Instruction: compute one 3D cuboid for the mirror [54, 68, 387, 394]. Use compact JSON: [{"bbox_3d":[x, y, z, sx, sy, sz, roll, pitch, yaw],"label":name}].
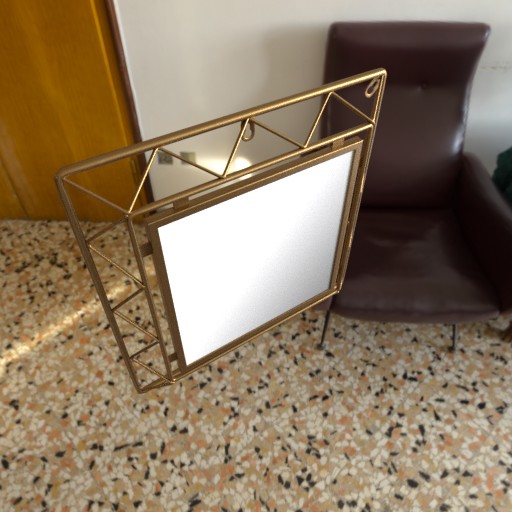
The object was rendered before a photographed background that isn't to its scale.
[{"bbox_3d":[0.000,0.000,0.610,0.416,0.414,0.046,-25,50,-23],"label":"mirror"}]
